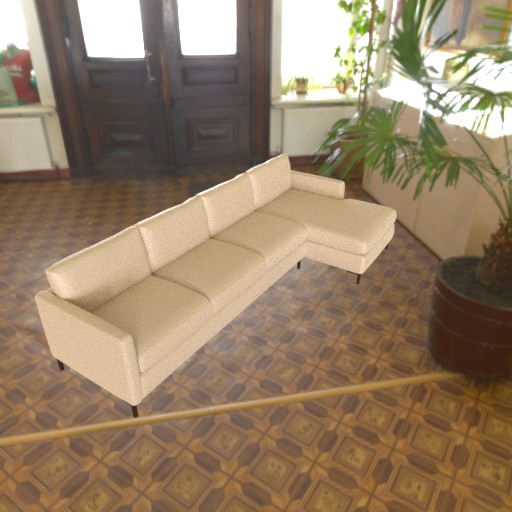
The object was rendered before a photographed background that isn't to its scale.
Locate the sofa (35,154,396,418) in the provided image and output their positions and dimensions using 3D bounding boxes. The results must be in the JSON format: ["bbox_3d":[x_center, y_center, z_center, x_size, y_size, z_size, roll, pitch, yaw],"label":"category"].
[{"bbox_3d":[0.000,0.000,3.261,1.258,0.755,2.731,18,34,29],"label":"sofa"}]
